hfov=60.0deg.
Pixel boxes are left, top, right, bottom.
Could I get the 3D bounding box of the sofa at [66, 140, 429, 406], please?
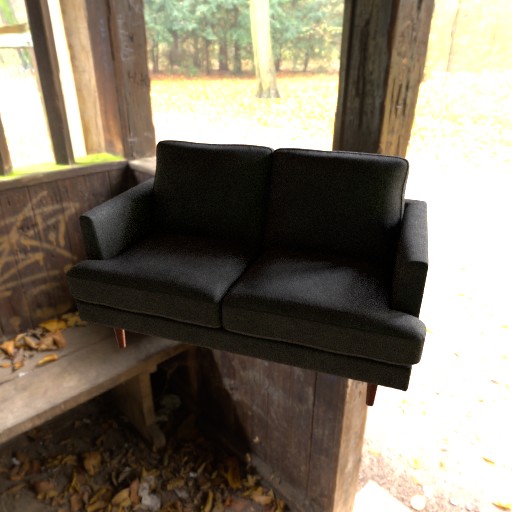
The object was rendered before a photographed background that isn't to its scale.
[{"bbox_3d":[0.000,0.000,2.177,1.582,0.956,0.903,8,27,17],"label":"sofa"}]
